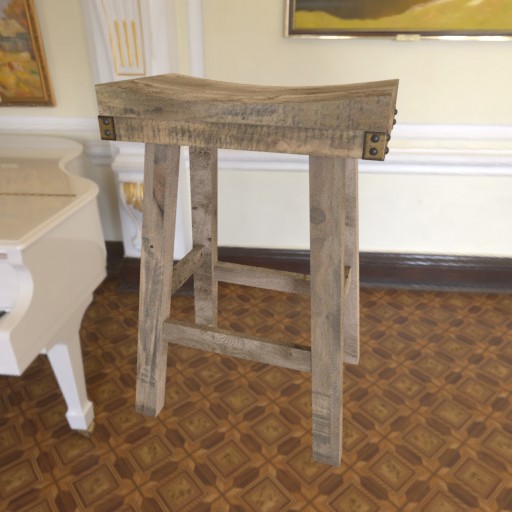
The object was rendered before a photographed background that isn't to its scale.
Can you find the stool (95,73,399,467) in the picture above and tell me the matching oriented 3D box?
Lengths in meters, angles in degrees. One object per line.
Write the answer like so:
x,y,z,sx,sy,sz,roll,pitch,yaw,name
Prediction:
0.000,0.000,0.863,0.450,0.635,0.330,8,28,16,stool
